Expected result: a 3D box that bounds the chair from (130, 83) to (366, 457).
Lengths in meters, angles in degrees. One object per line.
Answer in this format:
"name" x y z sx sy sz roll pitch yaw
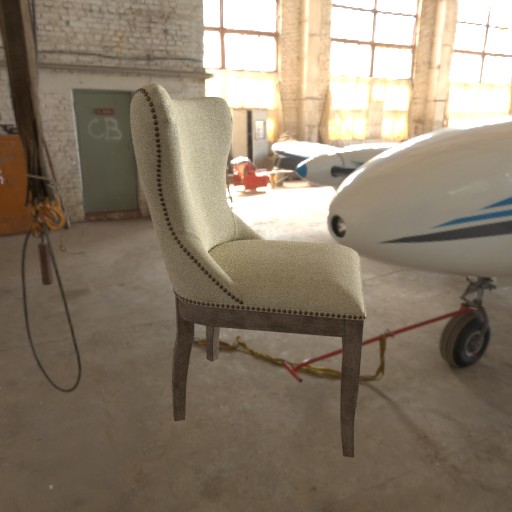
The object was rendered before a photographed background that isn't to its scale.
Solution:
"chair" 0.000 0.000 1.428 0.681 1.002 0.654 3 17 11
